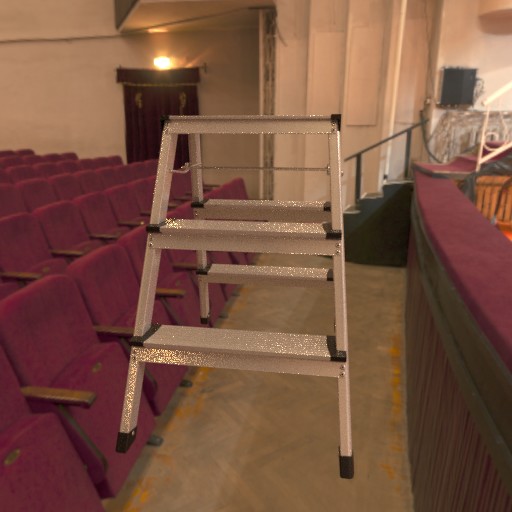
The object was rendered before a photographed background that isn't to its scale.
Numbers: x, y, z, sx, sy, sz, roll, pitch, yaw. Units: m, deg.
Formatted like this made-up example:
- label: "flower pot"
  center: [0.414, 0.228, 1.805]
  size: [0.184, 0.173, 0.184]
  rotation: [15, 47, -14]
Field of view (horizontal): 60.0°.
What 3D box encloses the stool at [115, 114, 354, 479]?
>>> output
- label: "stool"
  center: [0.000, 0.000, 1.005]
  size: [0.437, 0.605, 0.622]
  rotation: [2, 16, 9]
